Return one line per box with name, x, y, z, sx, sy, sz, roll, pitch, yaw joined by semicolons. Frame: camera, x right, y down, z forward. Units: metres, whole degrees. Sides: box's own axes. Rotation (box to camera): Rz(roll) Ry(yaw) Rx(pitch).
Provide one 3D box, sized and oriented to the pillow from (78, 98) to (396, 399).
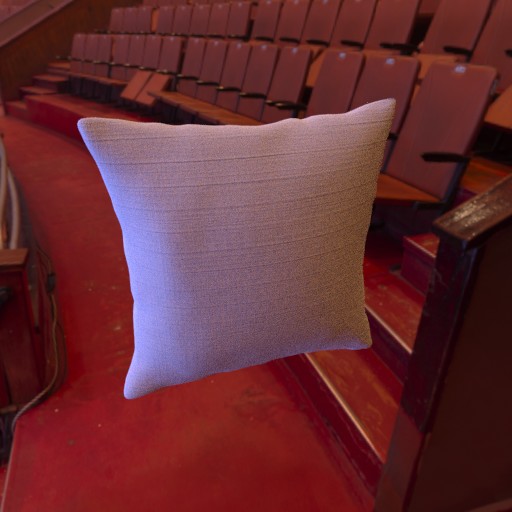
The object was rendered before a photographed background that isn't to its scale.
pillow;0.000;0.000;0.717;0.470;0.464;0.175;-9;28;-17
